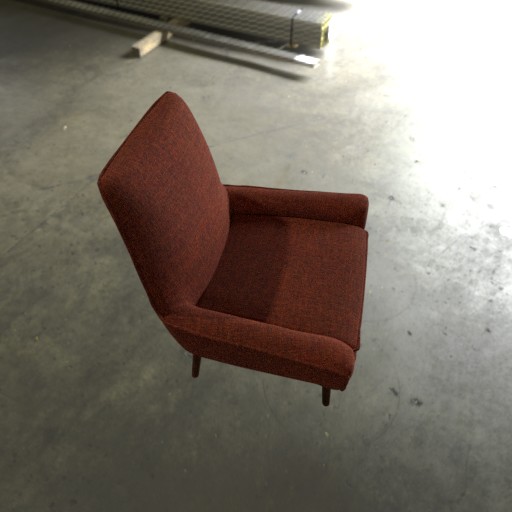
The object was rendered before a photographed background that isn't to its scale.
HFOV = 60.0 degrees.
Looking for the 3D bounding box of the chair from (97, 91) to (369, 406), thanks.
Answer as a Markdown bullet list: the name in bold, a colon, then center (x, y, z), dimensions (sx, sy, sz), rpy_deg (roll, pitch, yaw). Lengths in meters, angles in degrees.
- **chair**: center (0.000, 0.000, 1.559), dimensions (0.784, 0.911, 0.803), rpy_deg (10, 48, 9)
